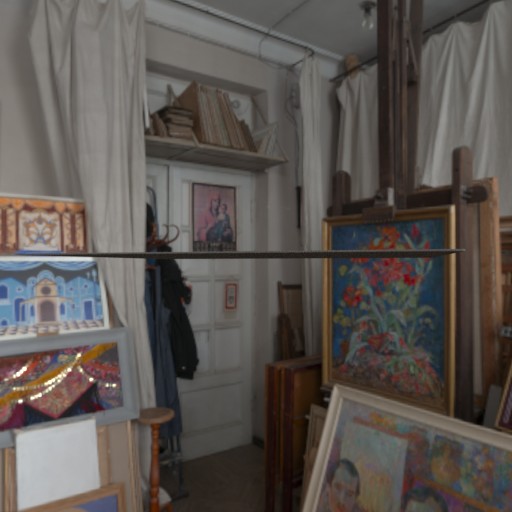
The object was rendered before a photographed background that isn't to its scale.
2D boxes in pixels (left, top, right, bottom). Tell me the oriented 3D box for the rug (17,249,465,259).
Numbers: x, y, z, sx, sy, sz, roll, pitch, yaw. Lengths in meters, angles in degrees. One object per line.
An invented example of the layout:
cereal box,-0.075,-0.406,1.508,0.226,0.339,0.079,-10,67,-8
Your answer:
rug,0.000,0.000,2.843,2.235,0.008,1.600,0,-1,18
